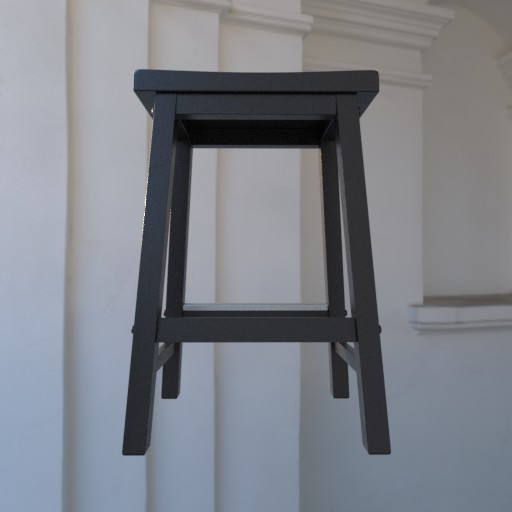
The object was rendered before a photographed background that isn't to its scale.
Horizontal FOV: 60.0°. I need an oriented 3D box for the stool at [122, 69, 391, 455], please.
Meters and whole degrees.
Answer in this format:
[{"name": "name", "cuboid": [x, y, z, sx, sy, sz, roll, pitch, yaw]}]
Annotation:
[{"name": "stool", "cuboid": [0.000, 0.000, 0.836, 0.406, 0.610, 0.322, 0, -1, 0]}]
